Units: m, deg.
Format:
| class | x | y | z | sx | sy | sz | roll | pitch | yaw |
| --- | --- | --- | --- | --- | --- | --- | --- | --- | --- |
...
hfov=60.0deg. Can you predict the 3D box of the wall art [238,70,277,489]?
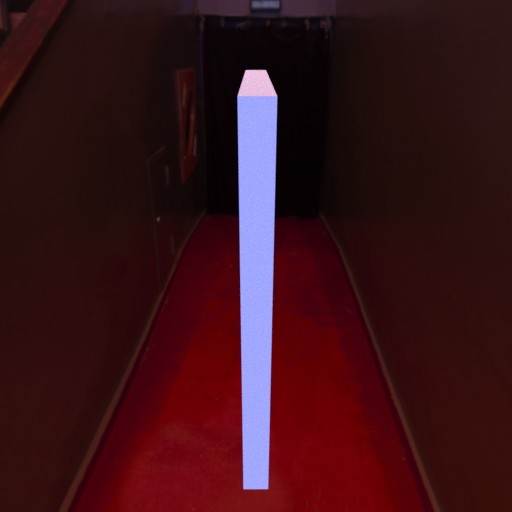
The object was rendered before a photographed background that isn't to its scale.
| class | x | y | z | sx | sy | sz | roll | pitch | yaw |
| --- | --- | --- | --- | --- | --- | --- | --- | --- | --- |
| wall art | 0.000 | 0.000 | 0.743 | 0.039 | 0.553 | 0.451 | 0 | 26 | 0 |
